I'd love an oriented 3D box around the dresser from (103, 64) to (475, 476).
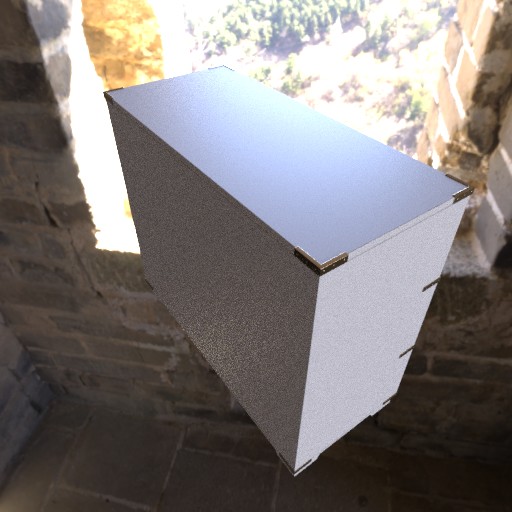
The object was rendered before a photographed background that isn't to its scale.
[{"bbox_3d":[0.000,0.000,1.482,0.460,0.891,1.022,-25,47,-26],"label":"dresser"}]
